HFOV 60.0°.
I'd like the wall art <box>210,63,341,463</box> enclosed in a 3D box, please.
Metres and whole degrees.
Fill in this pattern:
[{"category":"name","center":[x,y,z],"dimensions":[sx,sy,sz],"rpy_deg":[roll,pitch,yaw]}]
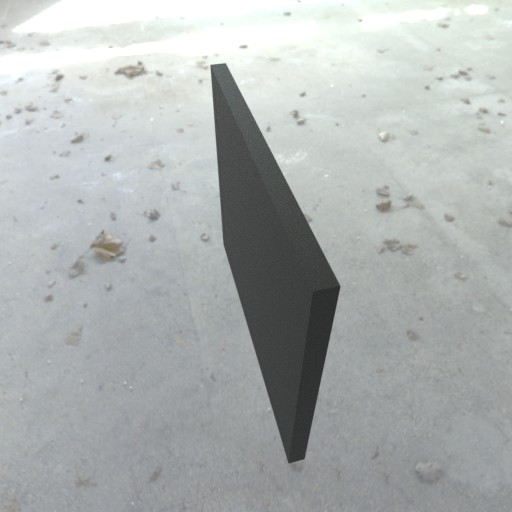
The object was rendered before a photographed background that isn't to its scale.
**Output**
[{"category":"wall art","center":[0.000,0.000,0.787],"dimensions":[0.029,0.457,0.558],"rpy_deg":[-10,46,-10]}]
